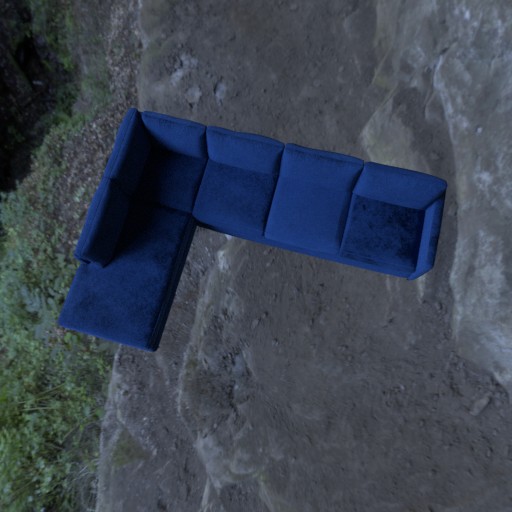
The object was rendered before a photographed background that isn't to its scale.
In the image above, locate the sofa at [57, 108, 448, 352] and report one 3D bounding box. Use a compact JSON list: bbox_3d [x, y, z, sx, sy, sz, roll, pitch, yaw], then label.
[{"bbox_3d":[0.000,0.000,3.842,2.949,0.815,2.007,14,75,4],"label":"sofa"}]
